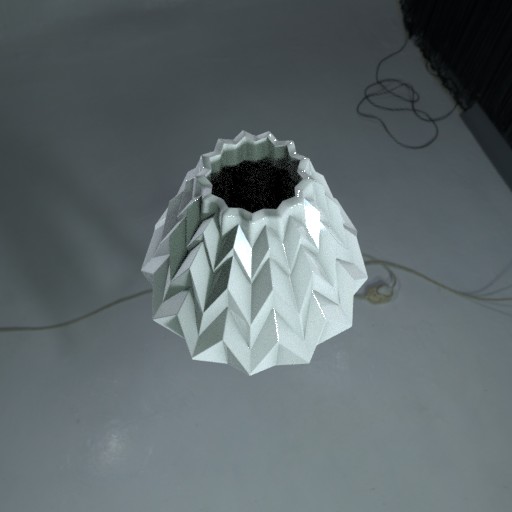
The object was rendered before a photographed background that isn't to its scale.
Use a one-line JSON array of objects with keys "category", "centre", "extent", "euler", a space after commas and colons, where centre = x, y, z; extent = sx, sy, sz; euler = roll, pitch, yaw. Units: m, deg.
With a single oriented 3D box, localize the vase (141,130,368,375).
[{"category": "vase", "centre": [0.000, 0.000, 0.317], "extent": [0.164, 0.185, 0.164], "euler": [0, 61, 0]}]
